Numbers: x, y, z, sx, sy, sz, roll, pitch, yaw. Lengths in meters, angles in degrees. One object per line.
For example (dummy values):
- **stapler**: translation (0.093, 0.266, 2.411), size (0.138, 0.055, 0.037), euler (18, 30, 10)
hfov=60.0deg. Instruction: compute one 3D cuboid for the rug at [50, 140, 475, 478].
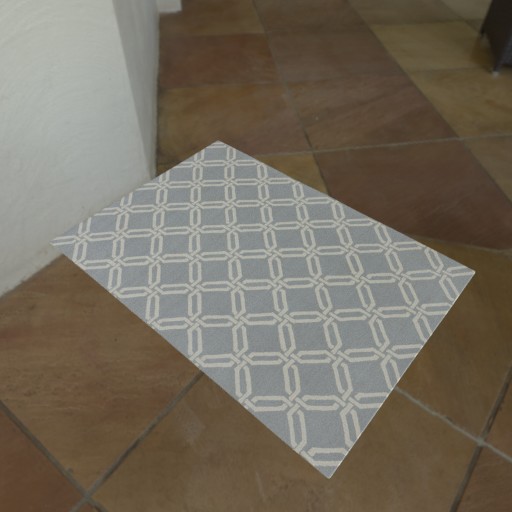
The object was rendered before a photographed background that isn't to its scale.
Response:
- **rug**: translation (0.000, 0.000, 2.711), size (2.133, 0.013, 1.522), euler (32, 55, 26)
